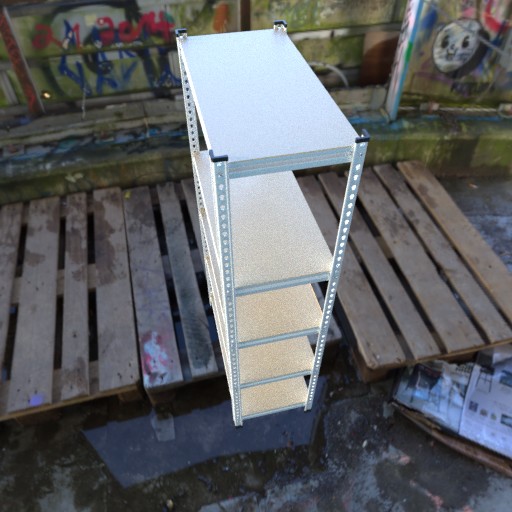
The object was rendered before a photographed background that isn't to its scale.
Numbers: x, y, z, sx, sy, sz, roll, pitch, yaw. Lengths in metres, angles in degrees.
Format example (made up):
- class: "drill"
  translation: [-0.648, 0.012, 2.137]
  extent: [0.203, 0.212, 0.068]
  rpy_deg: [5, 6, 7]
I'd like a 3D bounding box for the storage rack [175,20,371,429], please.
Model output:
- class: "storage rack"
  translation: [0.000, 0.000, 2.184]
  extent: [0.457, 1.829, 0.914]
  rpy_deg: [-10, 48, -9]
